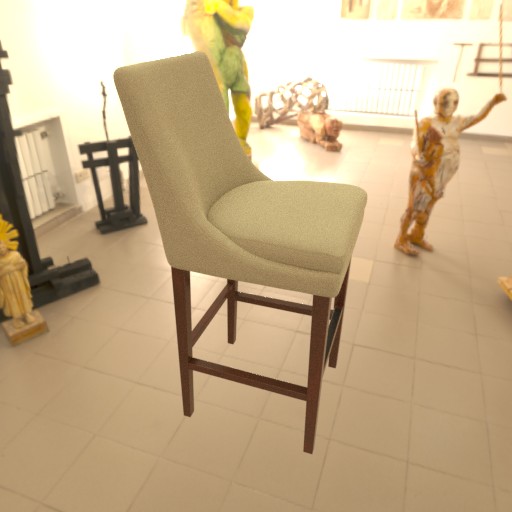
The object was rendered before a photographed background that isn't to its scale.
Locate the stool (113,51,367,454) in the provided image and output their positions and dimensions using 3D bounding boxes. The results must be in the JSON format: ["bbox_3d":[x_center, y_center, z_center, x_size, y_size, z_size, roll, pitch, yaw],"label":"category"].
[{"bbox_3d":[0.000,0.000,1.332,0.577,1.078,0.470,10,31,17],"label":"stool"}]
